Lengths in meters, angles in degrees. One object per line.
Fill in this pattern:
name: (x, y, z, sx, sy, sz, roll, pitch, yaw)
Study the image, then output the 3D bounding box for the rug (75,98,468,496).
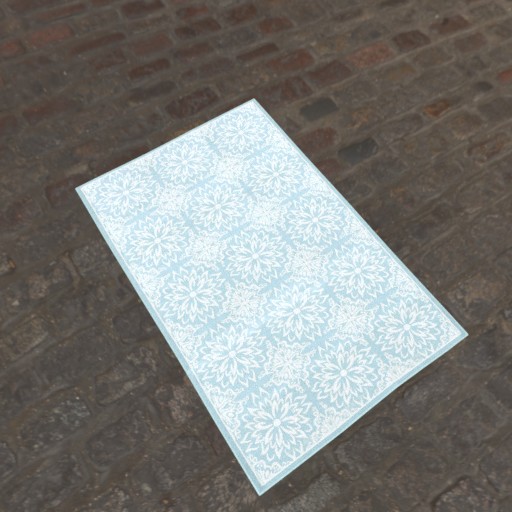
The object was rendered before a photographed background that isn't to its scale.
rug: (0.000, 0.000, 2.309, 1.219, 0.012, 1.840, -31, 68, -14)
